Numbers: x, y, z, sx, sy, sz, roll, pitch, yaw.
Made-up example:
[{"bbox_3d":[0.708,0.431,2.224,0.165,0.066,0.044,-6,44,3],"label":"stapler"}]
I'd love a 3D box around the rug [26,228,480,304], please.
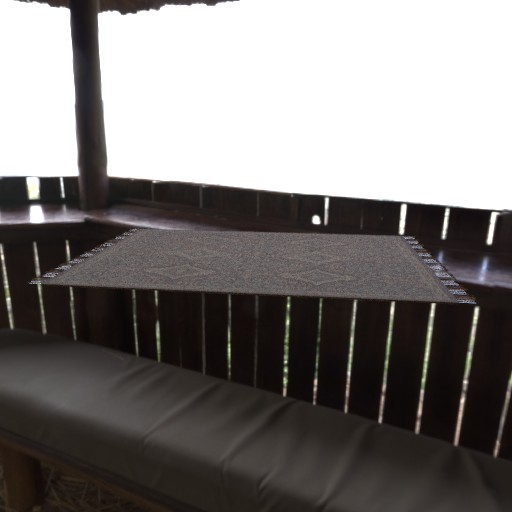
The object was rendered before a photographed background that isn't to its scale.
[{"bbox_3d":[0.000,0.000,3.058,2.434,0.010,1.516,2,16,7],"label":"rug"}]
